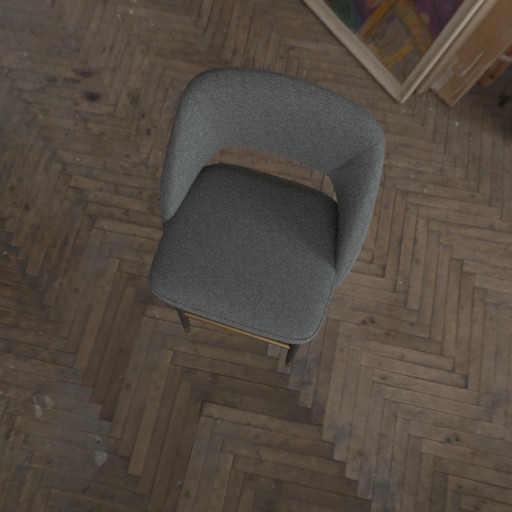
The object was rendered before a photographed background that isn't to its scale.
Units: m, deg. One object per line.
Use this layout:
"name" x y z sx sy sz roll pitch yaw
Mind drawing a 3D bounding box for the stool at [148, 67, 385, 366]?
"stool" 0.000 0.000 1.385 0.536 1.089 0.524 17 75 5
